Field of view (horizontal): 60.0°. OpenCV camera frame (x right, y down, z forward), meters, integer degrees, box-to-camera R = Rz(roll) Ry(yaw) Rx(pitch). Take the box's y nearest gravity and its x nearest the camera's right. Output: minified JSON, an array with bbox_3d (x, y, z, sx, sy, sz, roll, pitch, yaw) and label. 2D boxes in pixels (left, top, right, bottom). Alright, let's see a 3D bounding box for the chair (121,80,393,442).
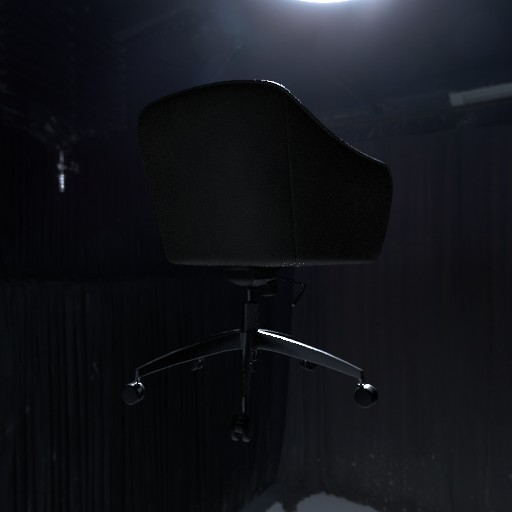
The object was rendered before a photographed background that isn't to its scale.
[{"bbox_3d":[0.000,0.000,1.362,0.713,0.827,0.689,0,0,36],"label":"chair"}]
